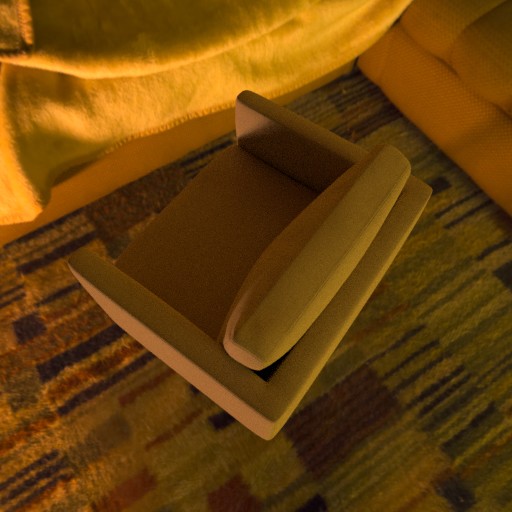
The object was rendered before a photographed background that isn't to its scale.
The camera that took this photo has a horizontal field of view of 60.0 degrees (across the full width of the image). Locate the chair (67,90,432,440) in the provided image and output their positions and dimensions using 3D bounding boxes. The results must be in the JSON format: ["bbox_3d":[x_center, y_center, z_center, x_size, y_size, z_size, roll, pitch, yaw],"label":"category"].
[{"bbox_3d":[0.000,0.000,1.884,0.959,0.961,1.107,33,68,16],"label":"chair"}]
